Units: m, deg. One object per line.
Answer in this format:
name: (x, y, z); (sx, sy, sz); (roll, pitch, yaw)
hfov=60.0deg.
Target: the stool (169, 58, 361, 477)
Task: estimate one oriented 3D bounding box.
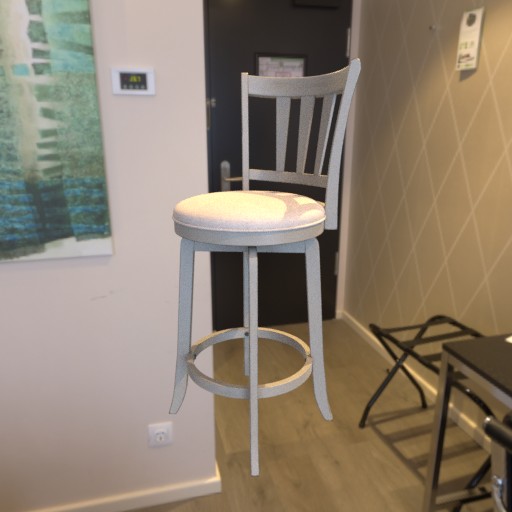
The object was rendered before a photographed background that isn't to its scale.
stool: (0.000, 0.000, 1.282); (0.475, 1.042, 0.436); (-15, 22, -43)
